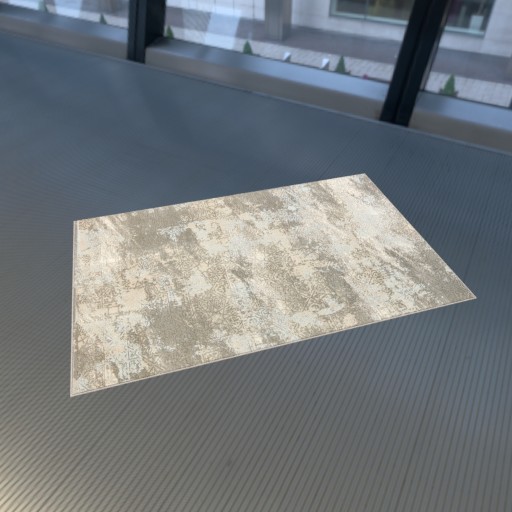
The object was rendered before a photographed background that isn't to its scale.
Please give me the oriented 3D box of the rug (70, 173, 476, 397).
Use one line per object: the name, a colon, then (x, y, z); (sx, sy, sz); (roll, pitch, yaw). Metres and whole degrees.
rug: (0.000, 0.000, 3.070); (2.431, 0.012, 1.536); (-11, 43, -12)
